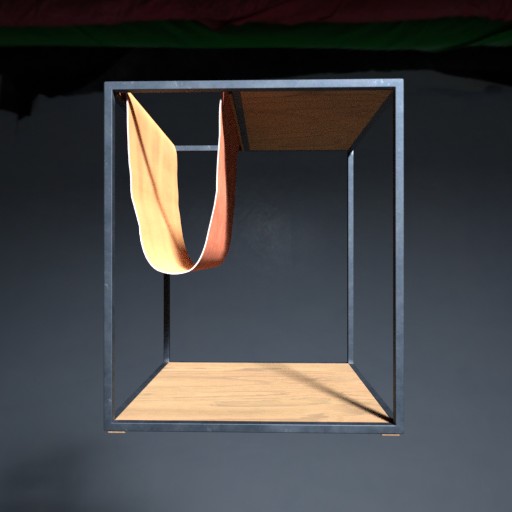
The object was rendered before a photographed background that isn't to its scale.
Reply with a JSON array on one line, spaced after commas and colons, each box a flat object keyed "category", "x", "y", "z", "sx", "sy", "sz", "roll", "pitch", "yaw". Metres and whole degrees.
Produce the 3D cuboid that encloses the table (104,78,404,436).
[{"category": "table", "x": 0.000, "y": 0.000, "z": 0.863, "sx": 0.450, "sy": 0.536, "sz": 0.399, "roll": 0, "pitch": 0, "yaw": 1}]
